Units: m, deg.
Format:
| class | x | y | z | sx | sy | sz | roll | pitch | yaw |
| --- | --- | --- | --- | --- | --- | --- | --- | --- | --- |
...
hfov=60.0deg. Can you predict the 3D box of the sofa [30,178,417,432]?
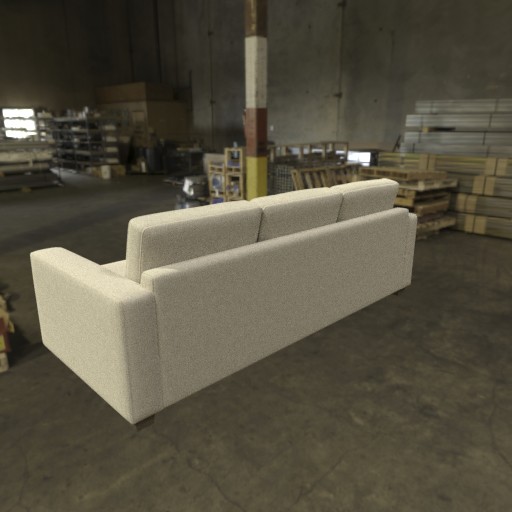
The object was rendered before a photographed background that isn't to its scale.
| class | x | y | z | sx | sy | sz | roll | pitch | yaw |
| --- | --- | --- | --- | --- | --- | --- | --- | --- | --- |
| sofa | 0.000 | 0.000 | 2.557 | 2.160 | 0.800 | 0.900 | -16 | 23 | -42 |
